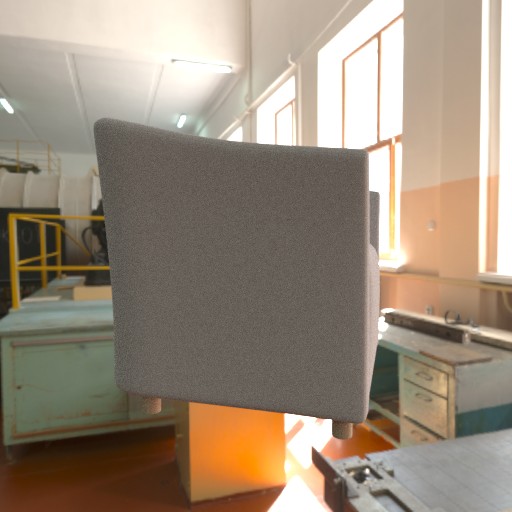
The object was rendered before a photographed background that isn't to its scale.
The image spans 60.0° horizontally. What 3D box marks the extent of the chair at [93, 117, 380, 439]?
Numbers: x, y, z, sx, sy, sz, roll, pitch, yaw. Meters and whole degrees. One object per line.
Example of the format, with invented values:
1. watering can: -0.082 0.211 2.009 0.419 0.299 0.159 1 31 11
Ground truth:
1. chair: 0.000 0.000 1.314 0.700 0.720 0.790 1 2 17
